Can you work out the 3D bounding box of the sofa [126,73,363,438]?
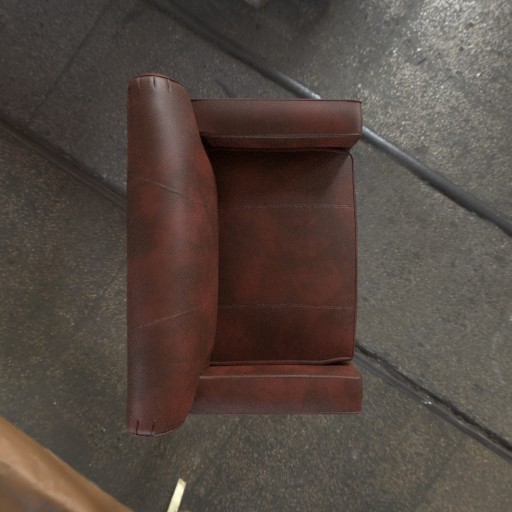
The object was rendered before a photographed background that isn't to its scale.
[{"bbox_3d":[0.000,0.000,2.081,1.000,0.956,1.413,0,90,-1],"label":"sofa"}]
